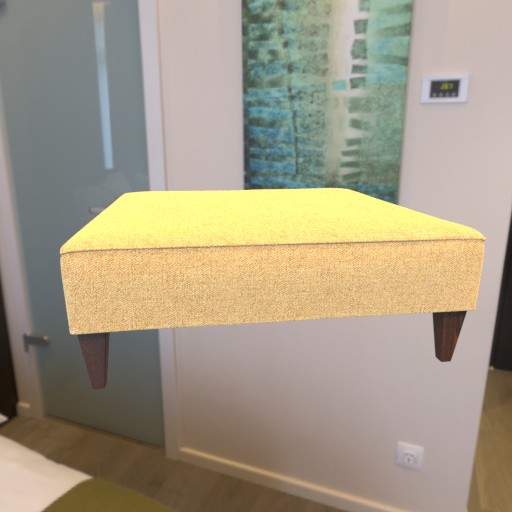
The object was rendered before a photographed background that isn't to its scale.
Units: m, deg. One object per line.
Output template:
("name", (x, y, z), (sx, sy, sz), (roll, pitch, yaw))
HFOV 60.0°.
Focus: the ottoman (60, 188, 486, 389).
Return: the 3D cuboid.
("ottoman", (0.000, 0.000, 1.476), (0.981, 0.378, 0.970), (-2, 15, -8))
